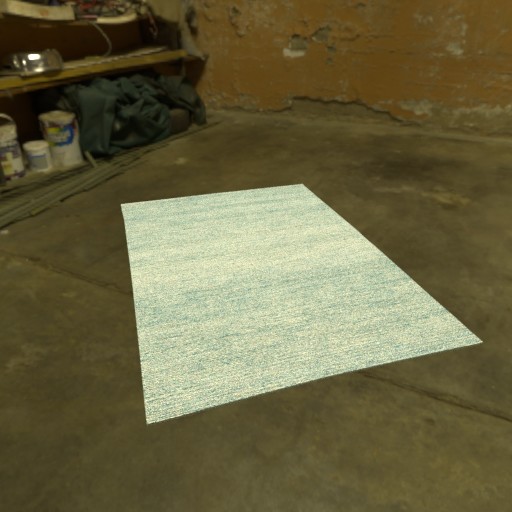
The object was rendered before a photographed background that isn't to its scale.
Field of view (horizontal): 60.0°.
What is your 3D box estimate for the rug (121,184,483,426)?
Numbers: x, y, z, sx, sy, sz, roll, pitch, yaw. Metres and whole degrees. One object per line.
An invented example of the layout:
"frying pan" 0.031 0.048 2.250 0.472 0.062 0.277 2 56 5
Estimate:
"rug" 0.000 0.000 2.893 1.613 0.030 2.306 -9 31 -15
